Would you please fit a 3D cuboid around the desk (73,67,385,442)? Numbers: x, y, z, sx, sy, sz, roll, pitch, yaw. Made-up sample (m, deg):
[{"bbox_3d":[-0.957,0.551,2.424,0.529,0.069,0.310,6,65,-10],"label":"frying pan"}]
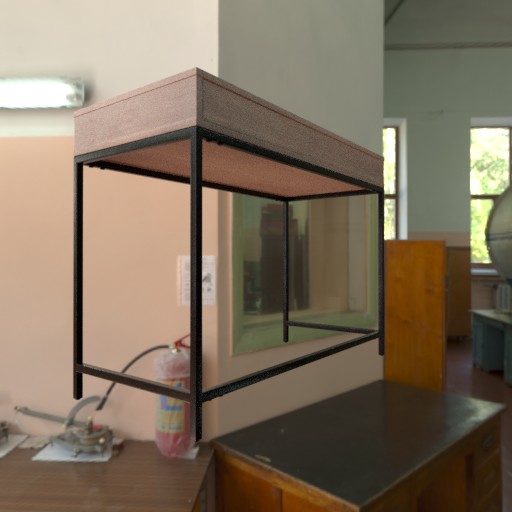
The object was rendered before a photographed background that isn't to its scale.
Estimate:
[{"bbox_3d":[0.000,0.000,1.443,0.470,0.762,1.016,0,0,37],"label":"desk"}]
